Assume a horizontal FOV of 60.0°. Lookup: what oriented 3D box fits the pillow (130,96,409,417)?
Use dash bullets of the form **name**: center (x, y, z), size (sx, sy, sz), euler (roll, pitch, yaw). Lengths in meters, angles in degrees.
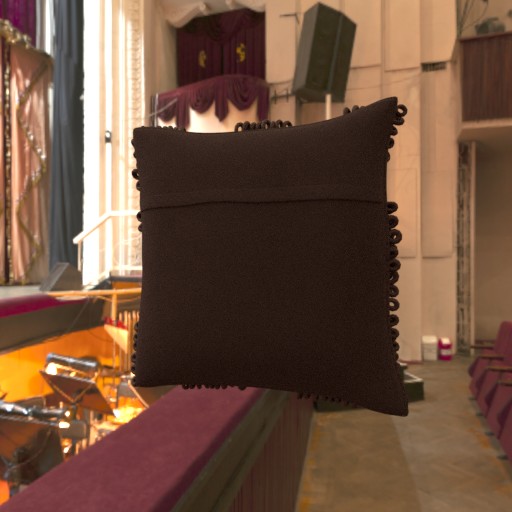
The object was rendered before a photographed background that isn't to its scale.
- **pillow**: center (0.000, 0.000, 0.724), size (0.470, 0.467, 0.172), euler (0, 0, 18)
